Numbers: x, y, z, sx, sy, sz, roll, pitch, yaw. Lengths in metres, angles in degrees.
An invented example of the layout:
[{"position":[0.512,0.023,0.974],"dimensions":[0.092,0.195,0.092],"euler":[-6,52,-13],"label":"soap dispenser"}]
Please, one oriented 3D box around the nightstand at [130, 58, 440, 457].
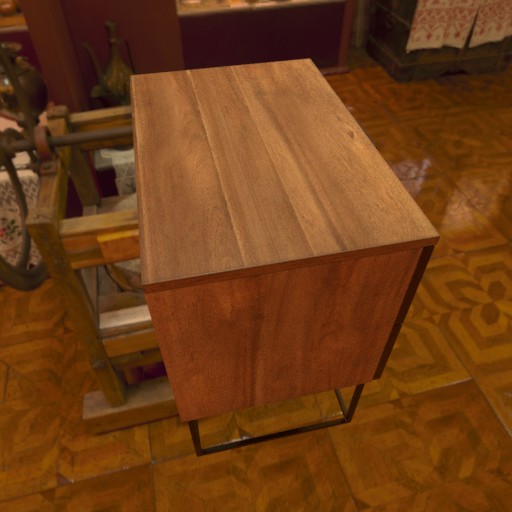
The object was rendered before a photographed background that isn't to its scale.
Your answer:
[{"position":[0.000,0.000,1.009],"dimensions":[0.427,0.611,0.605],"euler":[-9,47,-9],"label":"nightstand"}]
